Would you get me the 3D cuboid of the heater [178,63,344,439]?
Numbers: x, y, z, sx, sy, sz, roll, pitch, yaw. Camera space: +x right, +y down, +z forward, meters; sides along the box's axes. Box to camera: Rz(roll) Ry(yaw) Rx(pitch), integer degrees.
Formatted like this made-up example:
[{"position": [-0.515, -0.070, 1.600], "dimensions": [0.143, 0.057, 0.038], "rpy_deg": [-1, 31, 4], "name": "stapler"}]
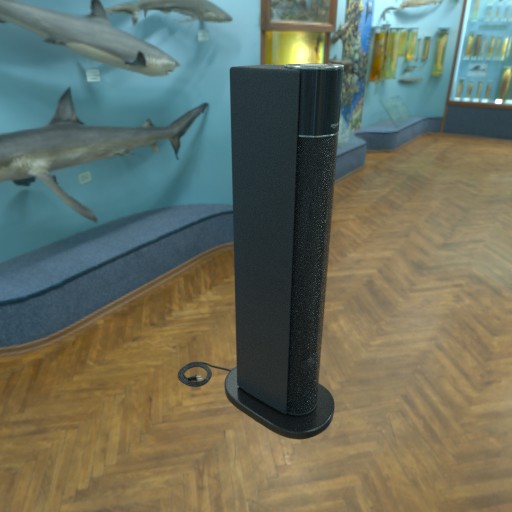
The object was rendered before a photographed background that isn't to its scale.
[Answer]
[{"position": [0.000, 0.000, 1.072], "dimensions": [0.458, 0.856, 0.214], "rpy_deg": [18, 31, 32], "name": "heater"}]
